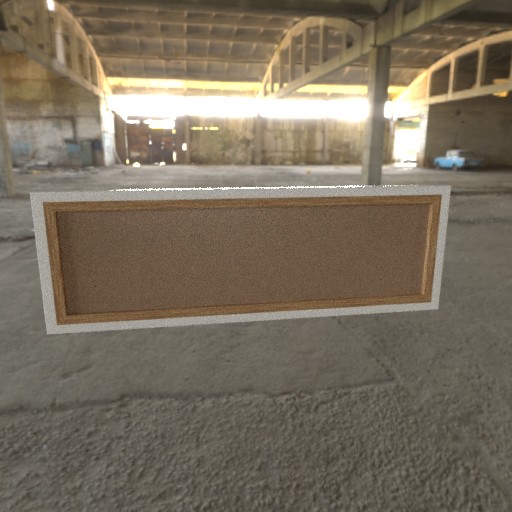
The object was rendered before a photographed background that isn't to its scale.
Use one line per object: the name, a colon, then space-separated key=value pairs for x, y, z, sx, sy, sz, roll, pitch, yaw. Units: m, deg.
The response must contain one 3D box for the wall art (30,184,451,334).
wall art: x=0.000 y=0.000 z=1.665 sx=1.520 sy=0.507 sz=0.044 roll=-2 pitch=14 yaw=-9
